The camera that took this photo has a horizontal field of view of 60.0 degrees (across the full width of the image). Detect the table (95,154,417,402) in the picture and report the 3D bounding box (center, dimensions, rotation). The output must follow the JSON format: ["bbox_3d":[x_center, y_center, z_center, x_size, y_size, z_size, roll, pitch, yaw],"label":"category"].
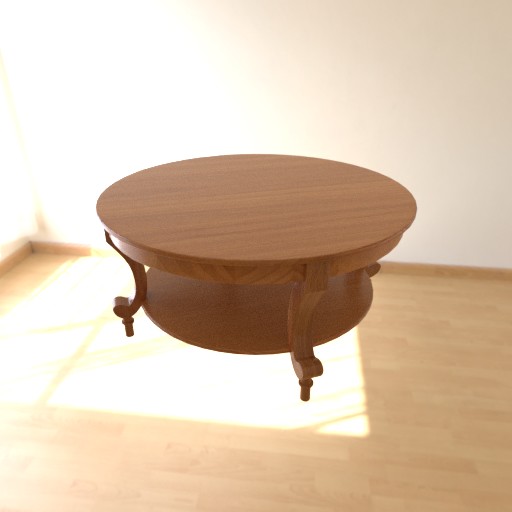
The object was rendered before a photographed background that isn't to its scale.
[{"bbox_3d":[0.000,0.000,1.591,1.029,0.490,1.029,0,27,0],"label":"table"}]
